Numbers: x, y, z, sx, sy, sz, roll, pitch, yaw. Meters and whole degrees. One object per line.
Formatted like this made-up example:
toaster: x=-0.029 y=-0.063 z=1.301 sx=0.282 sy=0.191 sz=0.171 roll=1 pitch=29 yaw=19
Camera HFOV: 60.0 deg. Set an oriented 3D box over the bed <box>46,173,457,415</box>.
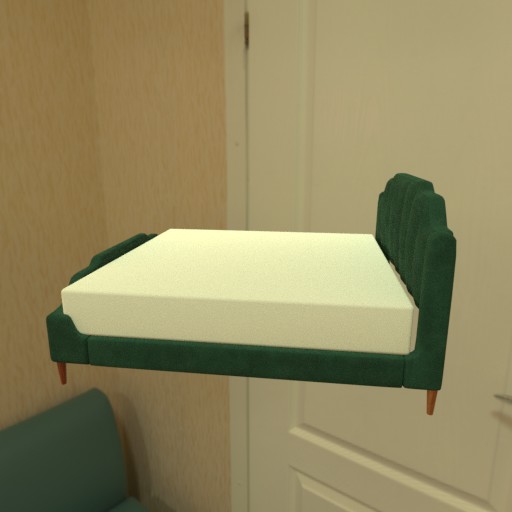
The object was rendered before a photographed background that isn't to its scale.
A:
bed: x=0.000 y=0.000 z=3.450 sx=2.340 sy=1.245 sz=2.074 roll=2 pitch=14 yaw=8
